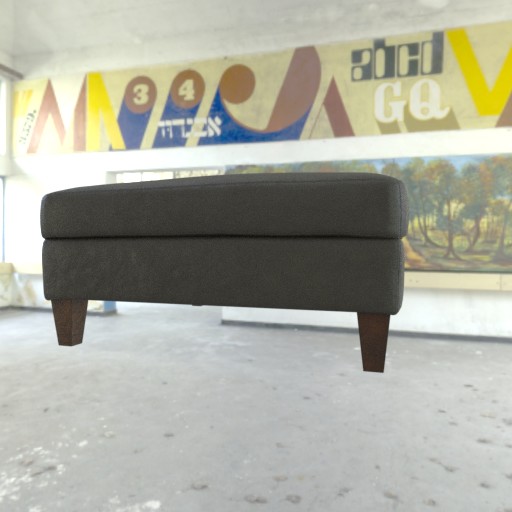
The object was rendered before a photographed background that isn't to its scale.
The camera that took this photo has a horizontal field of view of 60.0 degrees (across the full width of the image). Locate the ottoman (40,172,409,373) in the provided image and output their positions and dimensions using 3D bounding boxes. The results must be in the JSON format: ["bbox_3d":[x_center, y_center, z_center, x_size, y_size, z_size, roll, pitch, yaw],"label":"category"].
[{"bbox_3d":[0.000,0.000,1.301,0.836,0.415,0.844,0,2,18],"label":"ottoman"}]
